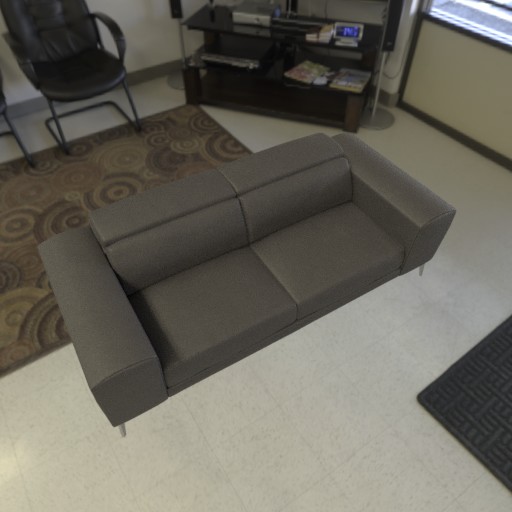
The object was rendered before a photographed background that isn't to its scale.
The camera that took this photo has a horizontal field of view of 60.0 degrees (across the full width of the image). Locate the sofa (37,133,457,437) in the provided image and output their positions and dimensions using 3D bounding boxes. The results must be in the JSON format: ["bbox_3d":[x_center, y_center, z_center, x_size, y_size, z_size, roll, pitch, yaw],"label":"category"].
[{"bbox_3d":[0.000,0.000,2.806,2.330,0.814,1.048,-24,51,-21],"label":"sofa"}]
